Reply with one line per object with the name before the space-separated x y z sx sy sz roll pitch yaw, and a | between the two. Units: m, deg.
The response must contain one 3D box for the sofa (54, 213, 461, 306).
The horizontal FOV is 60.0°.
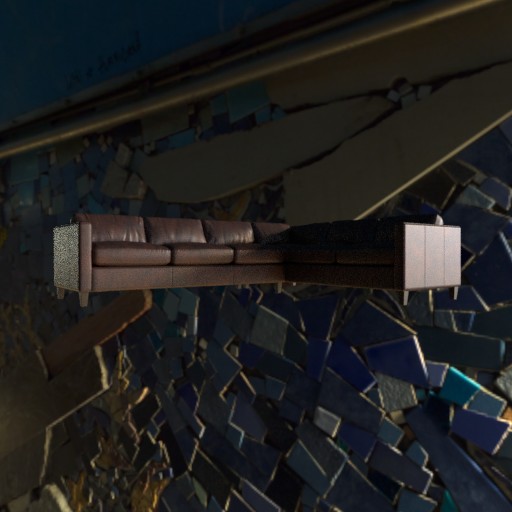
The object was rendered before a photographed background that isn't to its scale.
sofa | 0.000 0.000 4.321 3.152 0.836 2.438 0 0 -37
